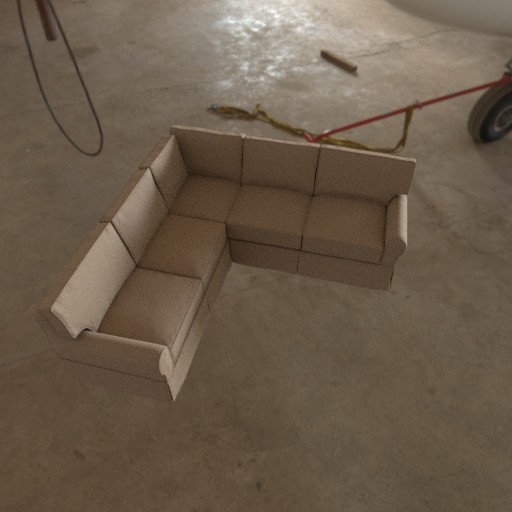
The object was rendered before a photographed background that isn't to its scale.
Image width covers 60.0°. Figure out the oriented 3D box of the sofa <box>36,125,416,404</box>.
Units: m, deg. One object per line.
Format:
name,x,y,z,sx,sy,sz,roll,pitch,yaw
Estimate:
sofa,0.000,0.000,4.161,2.733,1.124,2.730,10,47,10
